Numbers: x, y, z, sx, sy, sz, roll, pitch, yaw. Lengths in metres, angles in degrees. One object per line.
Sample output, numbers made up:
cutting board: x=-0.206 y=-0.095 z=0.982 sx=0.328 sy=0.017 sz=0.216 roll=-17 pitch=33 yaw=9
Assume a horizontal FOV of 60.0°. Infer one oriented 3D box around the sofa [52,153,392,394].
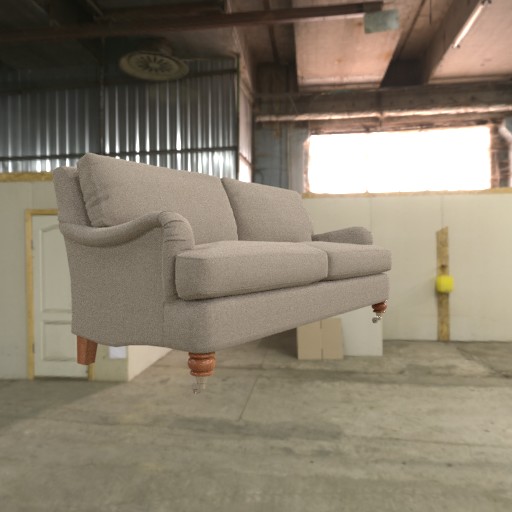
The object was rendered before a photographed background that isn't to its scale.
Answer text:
sofa: x=0.000 y=0.000 z=2.799 sx=1.087 sy=1.054 sz=2.160 roll=1 pitch=2 yaw=36
